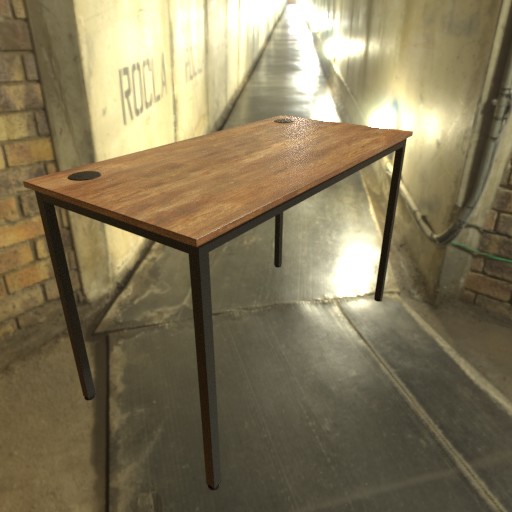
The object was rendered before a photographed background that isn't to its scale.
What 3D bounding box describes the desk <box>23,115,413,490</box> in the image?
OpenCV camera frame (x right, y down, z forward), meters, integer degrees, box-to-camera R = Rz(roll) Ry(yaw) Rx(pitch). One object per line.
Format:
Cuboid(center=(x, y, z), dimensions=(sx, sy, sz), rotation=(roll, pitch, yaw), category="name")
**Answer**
Cuboid(center=(0.000, 0.000, 1.574), dimensions=(0.600, 0.749, 1.200), rotation=(18, 32, 32), category="desk")
